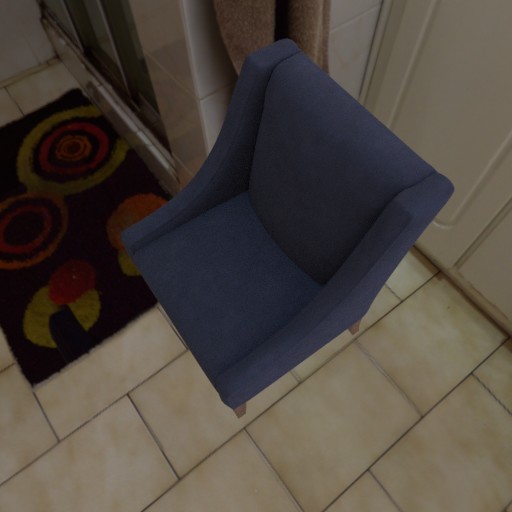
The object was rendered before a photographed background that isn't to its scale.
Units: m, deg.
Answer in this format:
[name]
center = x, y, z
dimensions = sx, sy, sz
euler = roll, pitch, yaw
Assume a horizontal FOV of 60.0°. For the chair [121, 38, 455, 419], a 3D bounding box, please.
[chair]
center = 0.000, 0.000, 1.355
dimensions = 0.629, 0.895, 0.629
euler = -32, 67, -16
